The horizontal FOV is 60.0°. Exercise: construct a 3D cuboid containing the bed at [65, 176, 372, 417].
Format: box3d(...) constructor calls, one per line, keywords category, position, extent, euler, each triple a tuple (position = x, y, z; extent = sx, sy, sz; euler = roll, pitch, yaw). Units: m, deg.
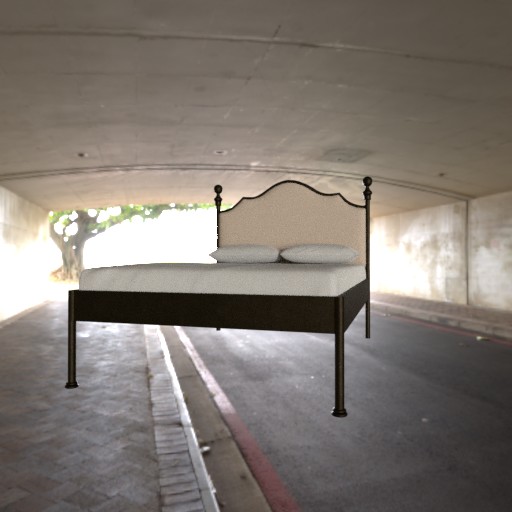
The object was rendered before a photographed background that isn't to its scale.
box3d(category="bed", position=(0.000, 0.000, 3.208), extent=(1.533, 1.462, 2.170), euler=(0, -1, 17))
